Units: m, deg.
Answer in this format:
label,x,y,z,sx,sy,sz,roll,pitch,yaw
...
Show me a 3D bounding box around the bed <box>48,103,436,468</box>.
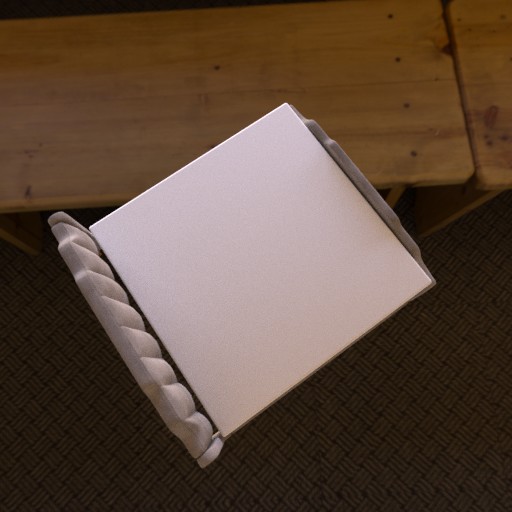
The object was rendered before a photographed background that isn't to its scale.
label,x,y,z,sx,sy,sz,roll,pitch,yaw
bed,0.000,0.000,3.604,2.340,1.245,2.074,-34,79,-8
